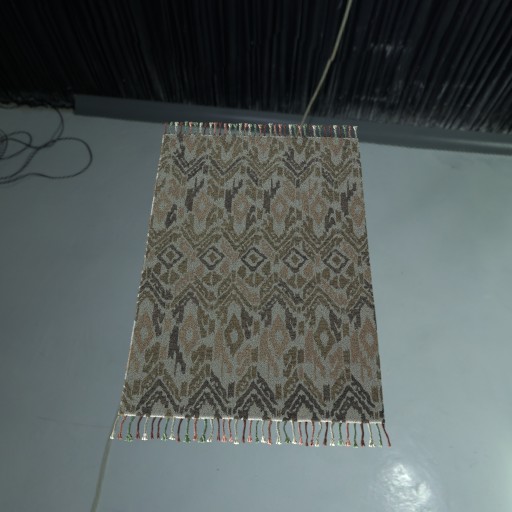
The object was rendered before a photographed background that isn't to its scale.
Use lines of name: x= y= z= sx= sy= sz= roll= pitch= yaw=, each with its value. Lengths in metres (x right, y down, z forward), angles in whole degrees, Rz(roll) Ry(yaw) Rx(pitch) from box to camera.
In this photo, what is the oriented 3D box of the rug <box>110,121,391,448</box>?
rug: x=0.000 y=0.000 z=2.326 sx=1.219 sy=0.008 sz=1.829 roll=1 pitch=64 yaw=1
